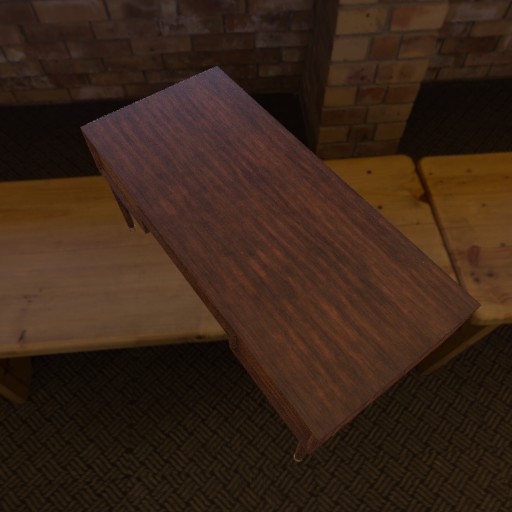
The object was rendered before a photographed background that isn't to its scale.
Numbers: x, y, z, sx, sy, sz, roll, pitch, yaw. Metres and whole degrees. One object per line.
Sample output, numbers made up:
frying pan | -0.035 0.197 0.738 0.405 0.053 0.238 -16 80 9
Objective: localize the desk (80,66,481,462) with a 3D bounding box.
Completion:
desk | 0.000 0.000 2.017 0.724 0.762 1.575 -32 64 -18
